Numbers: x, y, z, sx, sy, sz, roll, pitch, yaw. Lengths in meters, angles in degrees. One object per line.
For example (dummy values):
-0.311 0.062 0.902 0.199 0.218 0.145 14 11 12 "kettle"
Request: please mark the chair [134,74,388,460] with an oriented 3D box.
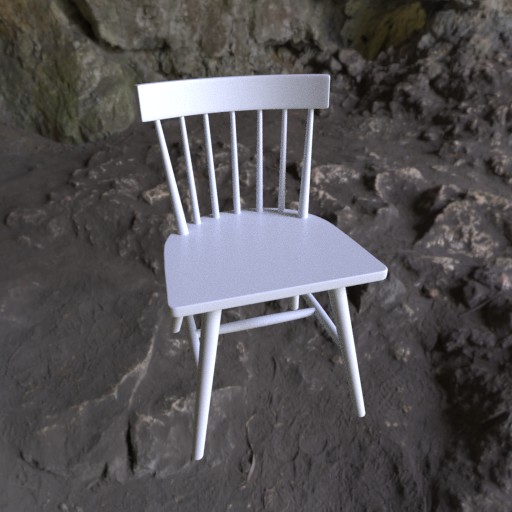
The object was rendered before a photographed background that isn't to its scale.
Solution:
0.000 0.000 1.115 0.483 0.787 0.500 -9 33 -14 "chair"
